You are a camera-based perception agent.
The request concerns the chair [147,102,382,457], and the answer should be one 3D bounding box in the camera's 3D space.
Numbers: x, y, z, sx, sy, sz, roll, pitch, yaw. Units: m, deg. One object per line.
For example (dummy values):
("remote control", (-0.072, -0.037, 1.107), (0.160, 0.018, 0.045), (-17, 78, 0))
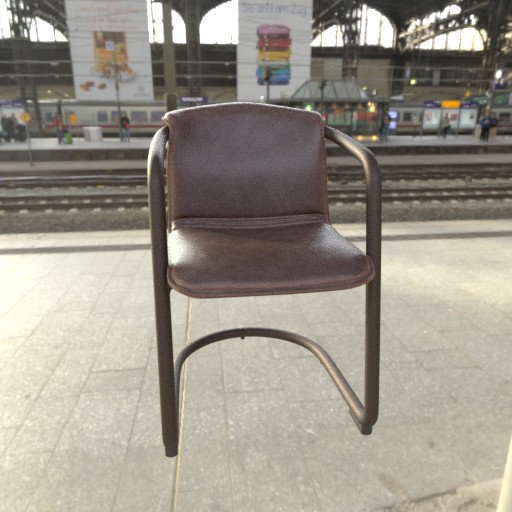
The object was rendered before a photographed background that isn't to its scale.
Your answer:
("chair", (0.000, 0.000, 1.244), (0.536, 0.836, 0.664), (-3, 17, -9))
